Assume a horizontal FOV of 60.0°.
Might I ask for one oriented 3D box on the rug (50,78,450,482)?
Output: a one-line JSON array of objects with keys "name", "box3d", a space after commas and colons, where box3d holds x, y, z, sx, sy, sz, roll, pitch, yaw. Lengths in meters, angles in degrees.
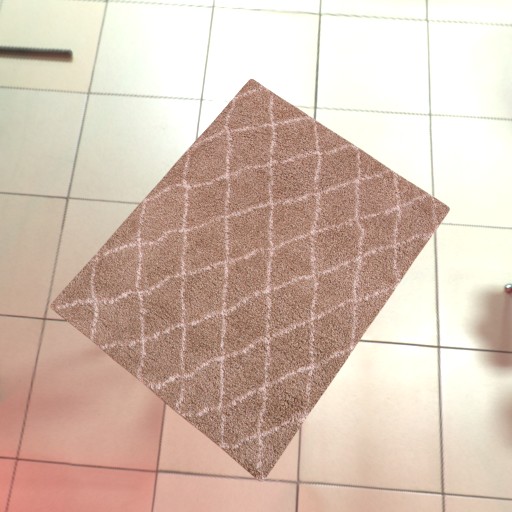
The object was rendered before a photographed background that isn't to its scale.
[{"name": "rug", "box3d": [0.000, 0.000, 4.175, 2.438, 0.029, 3.047, 36, 78, 9]}]
